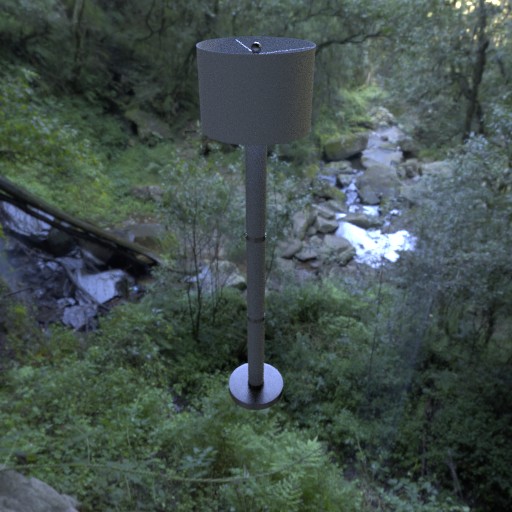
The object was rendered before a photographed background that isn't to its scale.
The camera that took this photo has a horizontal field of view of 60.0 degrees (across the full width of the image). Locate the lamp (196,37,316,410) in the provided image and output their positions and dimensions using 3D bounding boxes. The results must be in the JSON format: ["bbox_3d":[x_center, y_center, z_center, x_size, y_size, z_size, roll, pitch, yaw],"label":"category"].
[{"bbox_3d":[0.000,0.000,1.827,0.377,1.599,0.377,22,39,30],"label":"lamp"}]
